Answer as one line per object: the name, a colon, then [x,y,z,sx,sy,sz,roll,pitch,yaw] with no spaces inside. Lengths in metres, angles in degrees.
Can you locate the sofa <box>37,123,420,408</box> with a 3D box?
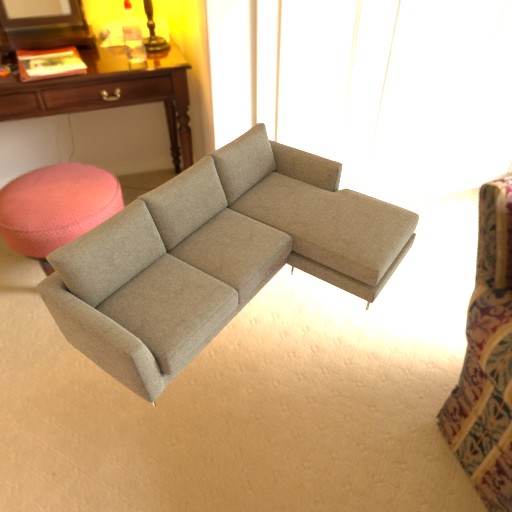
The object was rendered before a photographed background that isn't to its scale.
sofa: [0.000,0.000,3.194,1.626,0.864,2.438,25,48,26]
